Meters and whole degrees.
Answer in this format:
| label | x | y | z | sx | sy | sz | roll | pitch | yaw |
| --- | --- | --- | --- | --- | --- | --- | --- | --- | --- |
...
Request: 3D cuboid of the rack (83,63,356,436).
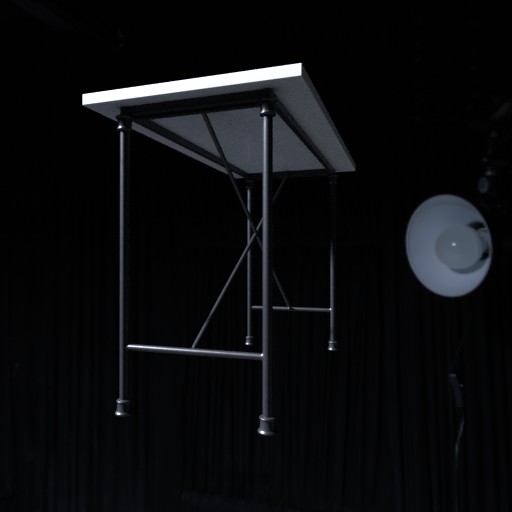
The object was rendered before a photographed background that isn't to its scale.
| label | x | y | z | sx | sy | sz | roll | pitch | yaw |
| --- | --- | --- | --- | --- | --- | --- | --- | --- | --- |
| rack | 0.000 | 0.000 | 1.662 | 0.613 | 0.880 | 1.159 | 0 | 0 | 19 |
